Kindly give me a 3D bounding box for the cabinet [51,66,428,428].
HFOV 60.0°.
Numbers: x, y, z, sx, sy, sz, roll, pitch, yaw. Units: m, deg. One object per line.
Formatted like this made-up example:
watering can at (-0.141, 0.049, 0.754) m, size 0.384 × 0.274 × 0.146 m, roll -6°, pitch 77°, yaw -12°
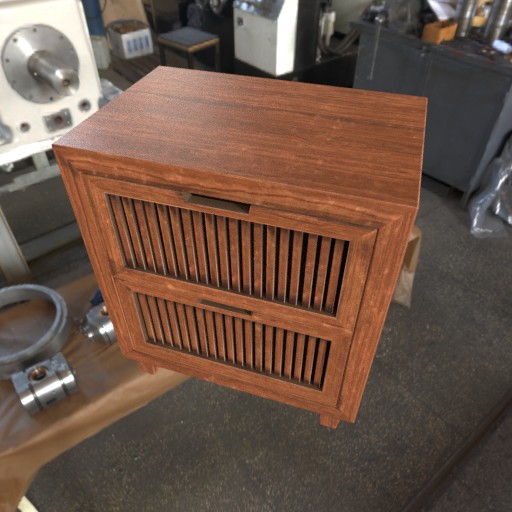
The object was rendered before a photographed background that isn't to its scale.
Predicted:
cabinet at (0.000, 0.000, 1.063) m, size 0.607 × 0.695 × 0.410 m, roll 12°, pitch 43°, yaw 13°
